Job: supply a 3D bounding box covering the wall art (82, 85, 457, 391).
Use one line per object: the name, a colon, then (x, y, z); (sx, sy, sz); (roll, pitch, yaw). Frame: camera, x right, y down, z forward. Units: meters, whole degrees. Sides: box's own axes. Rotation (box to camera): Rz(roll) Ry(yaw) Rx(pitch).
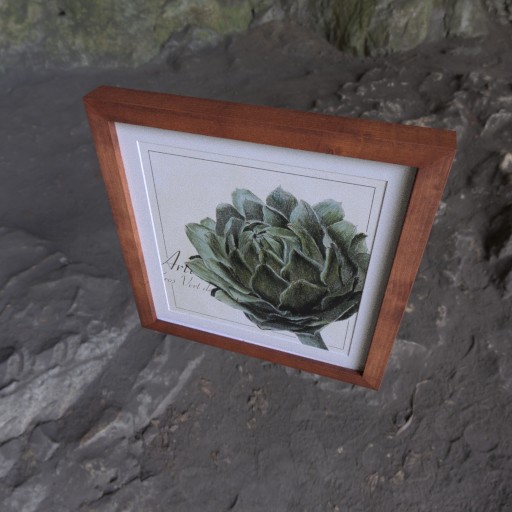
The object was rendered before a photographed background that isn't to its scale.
wall art: (0.000, 0.000, 0.577); (0.386, 0.385, 0.038); (12, 42, 14)
